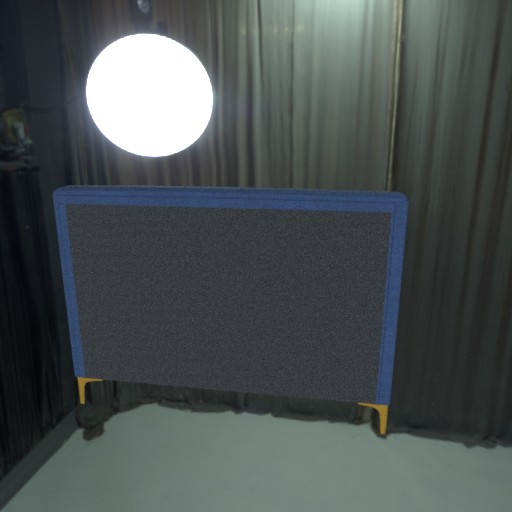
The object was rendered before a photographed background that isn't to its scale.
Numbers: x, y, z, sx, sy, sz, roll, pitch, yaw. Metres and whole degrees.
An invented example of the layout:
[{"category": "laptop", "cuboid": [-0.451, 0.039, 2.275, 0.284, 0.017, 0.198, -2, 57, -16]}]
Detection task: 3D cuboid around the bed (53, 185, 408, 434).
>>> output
[{"category": "bed", "cuboid": [0.000, 0.000, 3.242, 1.723, 1.231, 2.172, 2, 16, 9]}]
